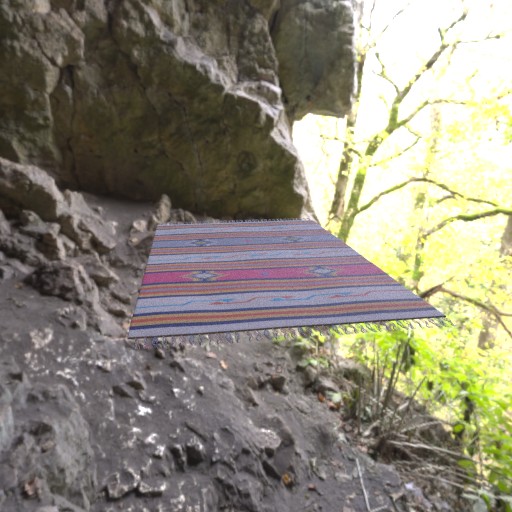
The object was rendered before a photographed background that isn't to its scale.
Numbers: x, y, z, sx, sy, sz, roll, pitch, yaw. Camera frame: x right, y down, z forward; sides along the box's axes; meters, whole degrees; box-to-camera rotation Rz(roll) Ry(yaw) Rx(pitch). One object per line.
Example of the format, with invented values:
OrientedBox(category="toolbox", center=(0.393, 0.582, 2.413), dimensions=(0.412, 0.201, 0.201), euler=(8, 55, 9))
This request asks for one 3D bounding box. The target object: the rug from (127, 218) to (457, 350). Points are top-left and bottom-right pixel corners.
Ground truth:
OrientedBox(category="rug", center=(0.000, 0.000, 2.259), dimensions=(1.084, 0.013, 1.849), euler=(-3, 16, -9))
